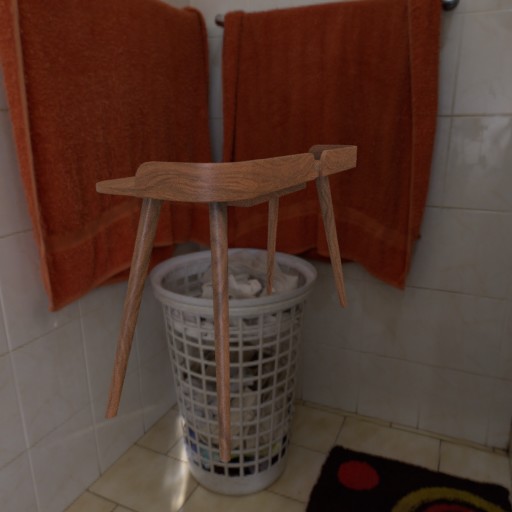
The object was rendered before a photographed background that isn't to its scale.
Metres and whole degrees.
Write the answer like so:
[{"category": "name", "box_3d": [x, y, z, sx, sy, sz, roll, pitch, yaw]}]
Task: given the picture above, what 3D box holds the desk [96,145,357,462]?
[{"category": "desk", "box_3d": [0.000, 0.000, 1.724, 0.486, 0.800, 1.256, 8, 18, 25]}]
